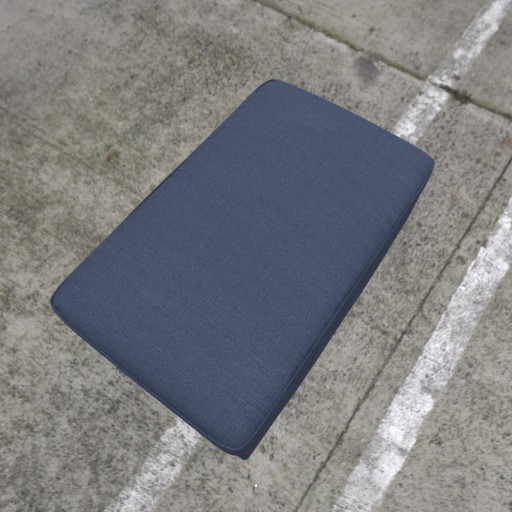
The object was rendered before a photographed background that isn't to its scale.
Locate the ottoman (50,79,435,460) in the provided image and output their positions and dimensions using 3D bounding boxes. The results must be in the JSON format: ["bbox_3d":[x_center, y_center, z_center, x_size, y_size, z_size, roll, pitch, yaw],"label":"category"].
[{"bbox_3d":[0.000,0.000,1.209,0.570,0.438,0.885,33,67,16],"label":"ottoman"}]
